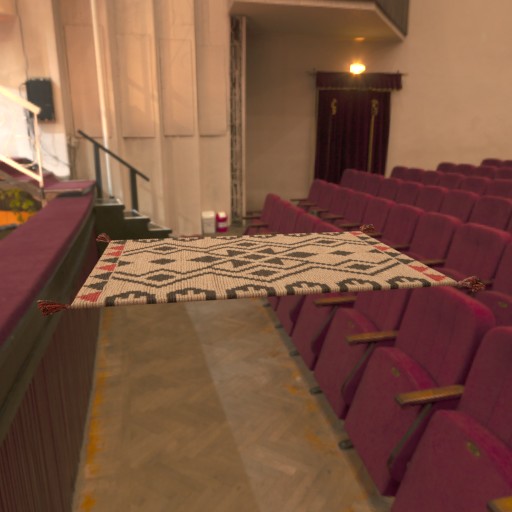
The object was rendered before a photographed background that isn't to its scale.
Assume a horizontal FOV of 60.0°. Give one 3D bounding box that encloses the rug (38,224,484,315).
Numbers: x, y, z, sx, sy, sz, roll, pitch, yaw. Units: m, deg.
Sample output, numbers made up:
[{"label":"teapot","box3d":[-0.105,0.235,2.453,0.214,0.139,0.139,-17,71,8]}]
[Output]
[{"label":"rug","box3d":[0.000,0.000,2.617,2.069,0.067,1.444,-3,15,-9]}]
